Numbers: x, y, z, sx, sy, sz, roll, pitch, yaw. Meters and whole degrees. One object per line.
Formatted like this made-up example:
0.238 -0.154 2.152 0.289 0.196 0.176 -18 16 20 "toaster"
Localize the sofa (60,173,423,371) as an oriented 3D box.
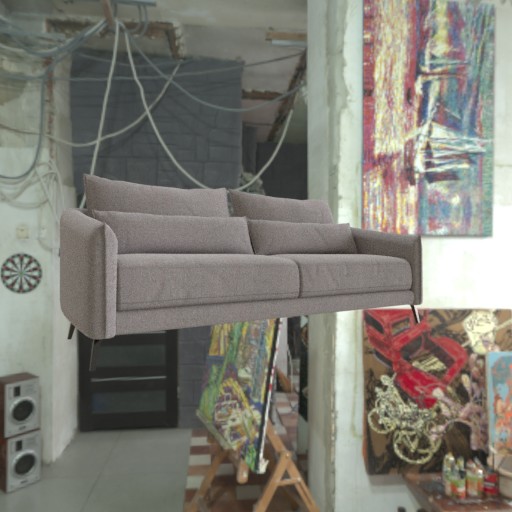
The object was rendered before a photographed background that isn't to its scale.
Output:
0.000 0.000 2.472 2.022 0.833 0.809 0 0 -36 "sofa"
